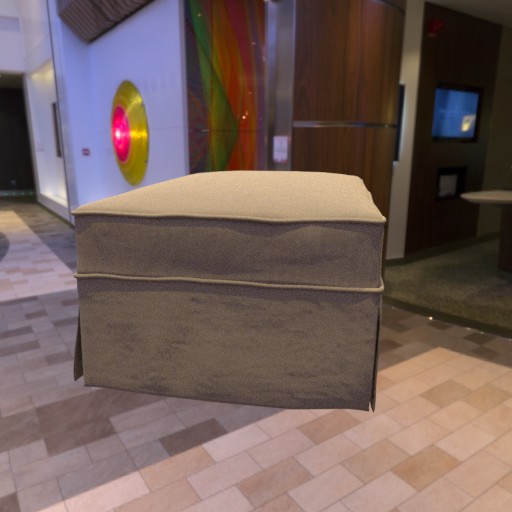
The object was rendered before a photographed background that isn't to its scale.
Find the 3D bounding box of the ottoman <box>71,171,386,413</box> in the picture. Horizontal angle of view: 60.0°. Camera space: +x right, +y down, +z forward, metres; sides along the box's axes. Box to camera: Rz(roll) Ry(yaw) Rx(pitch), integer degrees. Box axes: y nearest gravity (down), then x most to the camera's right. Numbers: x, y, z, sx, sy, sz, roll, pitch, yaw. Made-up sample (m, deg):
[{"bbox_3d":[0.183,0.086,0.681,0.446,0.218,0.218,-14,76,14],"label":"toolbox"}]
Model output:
[{"bbox_3d":[0.000,0.000,1.328,0.703,0.479,0.944,3,15,10],"label":"ottoman"}]
